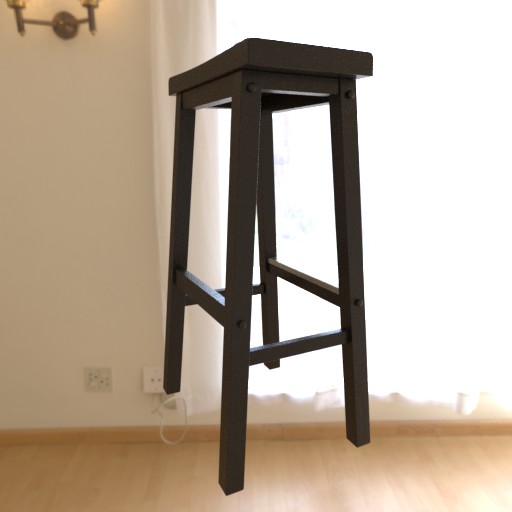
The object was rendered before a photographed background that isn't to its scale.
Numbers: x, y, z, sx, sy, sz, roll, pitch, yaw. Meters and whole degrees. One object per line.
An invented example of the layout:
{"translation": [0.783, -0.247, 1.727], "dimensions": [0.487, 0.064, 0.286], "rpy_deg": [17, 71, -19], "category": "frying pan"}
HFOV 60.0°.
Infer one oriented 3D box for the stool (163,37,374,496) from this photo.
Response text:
{"translation": [0.000, 0.000, 0.932], "dimensions": [0.322, 0.742, 0.406], "rpy_deg": [-7, 15, -26], "category": "stool"}
